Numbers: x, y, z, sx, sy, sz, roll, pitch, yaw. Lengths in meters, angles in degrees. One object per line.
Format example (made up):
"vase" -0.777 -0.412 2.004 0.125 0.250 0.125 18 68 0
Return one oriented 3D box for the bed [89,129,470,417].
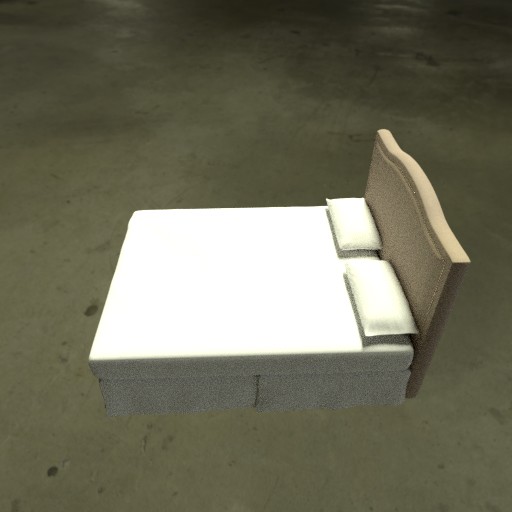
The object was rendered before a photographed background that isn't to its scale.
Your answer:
"bed" 0.000 0.000 3.421 2.282 1.436 1.821 -1 40 -2
